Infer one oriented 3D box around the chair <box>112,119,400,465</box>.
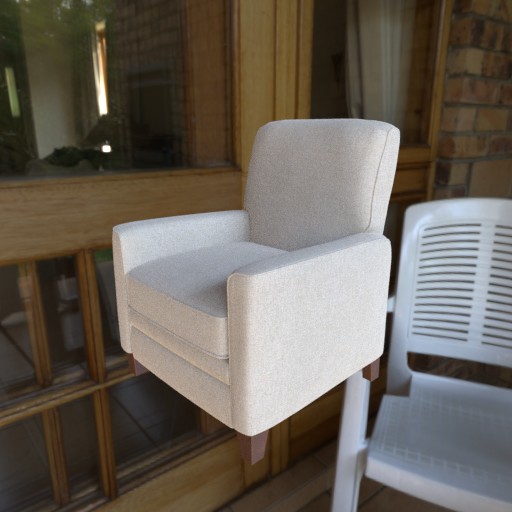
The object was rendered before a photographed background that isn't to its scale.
[{"bbox_3d":[0.000,0.000,1.722,0.859,1.023,0.845,-15,22,-42],"label":"chair"}]
